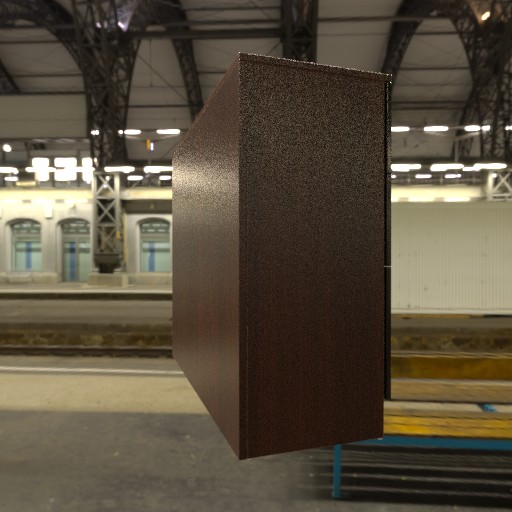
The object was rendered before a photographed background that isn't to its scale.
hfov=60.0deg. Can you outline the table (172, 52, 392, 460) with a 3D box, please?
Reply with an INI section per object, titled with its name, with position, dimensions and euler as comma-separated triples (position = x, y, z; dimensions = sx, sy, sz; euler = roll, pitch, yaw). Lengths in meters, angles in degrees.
[table]
position = 0.000, 0.000, 1.355
dimensions = 0.380, 0.790, 0.930
euler = 0, 0, -19
